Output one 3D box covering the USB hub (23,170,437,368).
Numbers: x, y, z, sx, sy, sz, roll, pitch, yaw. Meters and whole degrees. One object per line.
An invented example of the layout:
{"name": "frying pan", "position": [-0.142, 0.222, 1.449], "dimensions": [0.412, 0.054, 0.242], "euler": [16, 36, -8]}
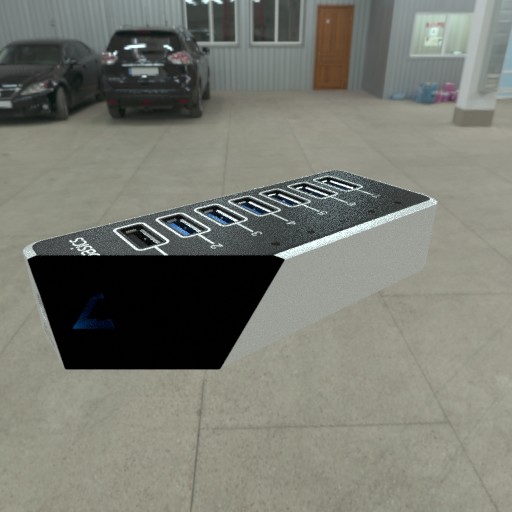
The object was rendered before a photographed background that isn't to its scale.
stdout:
{"name": "USB hub", "position": [0.000, 0.000, 0.125], "dimensions": [0.110, 0.023, 0.044], "euler": [-19, 32, -33]}
